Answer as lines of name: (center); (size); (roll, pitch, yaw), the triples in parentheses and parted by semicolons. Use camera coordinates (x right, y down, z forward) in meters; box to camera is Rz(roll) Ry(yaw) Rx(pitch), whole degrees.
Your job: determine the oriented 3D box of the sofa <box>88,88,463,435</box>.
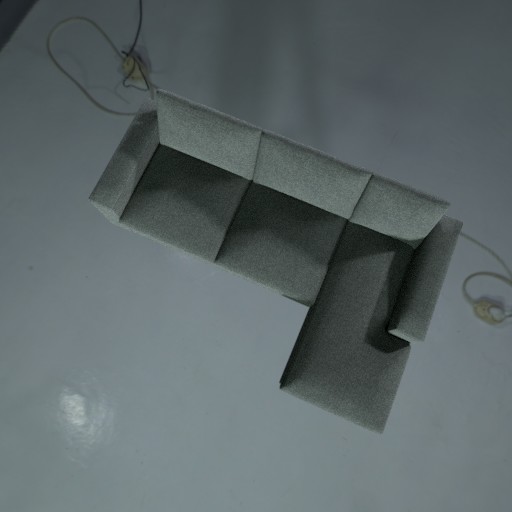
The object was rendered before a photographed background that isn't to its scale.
sofa: (0.000, 0.000, 3.429); (2.718, 0.940, 1.689); (23, 77, 6)
